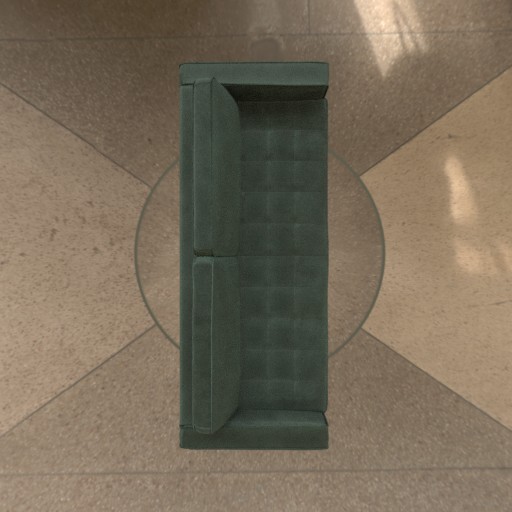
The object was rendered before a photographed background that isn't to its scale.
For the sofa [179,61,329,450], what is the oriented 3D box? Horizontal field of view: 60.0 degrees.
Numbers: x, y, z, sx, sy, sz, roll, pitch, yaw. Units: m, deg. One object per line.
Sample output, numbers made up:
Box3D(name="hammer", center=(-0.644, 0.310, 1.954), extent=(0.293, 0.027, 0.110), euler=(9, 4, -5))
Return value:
Box3D(name="sofa", center=(0.000, 0.000, 2.684), extent=(0.886, 0.781, 2.214), euler=(0, 90, 0))
